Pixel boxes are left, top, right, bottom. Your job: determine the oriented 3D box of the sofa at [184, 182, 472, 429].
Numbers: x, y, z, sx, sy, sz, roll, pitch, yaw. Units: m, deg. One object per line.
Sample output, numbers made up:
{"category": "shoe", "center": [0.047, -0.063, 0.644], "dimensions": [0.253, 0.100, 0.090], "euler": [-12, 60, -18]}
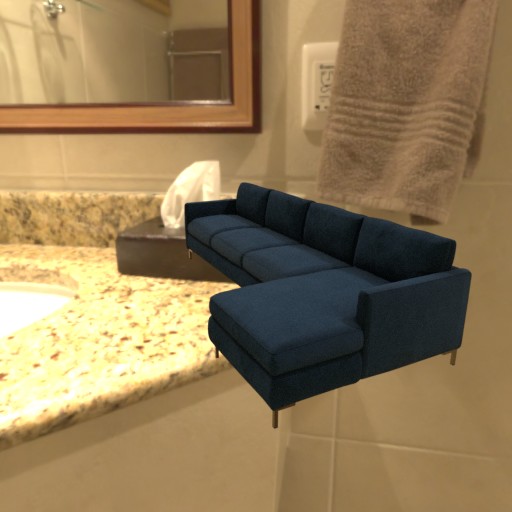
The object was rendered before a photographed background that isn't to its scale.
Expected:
{"category": "sofa", "center": [0.000, 0.000, 3.533], "dimensions": [1.350, 0.810, 2.932], "euler": [-8, 19, -26]}
